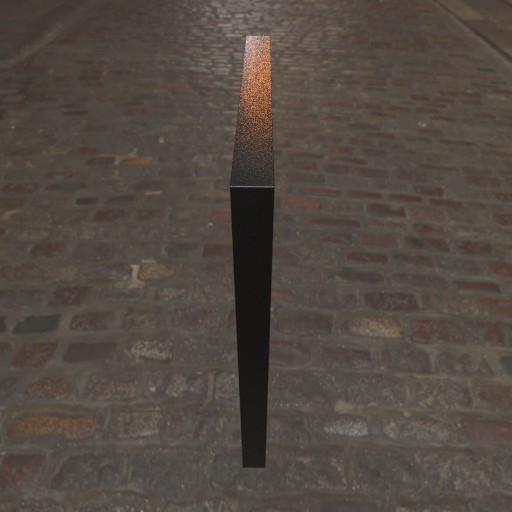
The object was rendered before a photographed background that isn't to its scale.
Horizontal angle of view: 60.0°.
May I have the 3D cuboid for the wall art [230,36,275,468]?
[{"bbox_3d":[0.000,0.000,0.728,0.038,0.551,0.448,1,41,1],"label":"wall art"}]
